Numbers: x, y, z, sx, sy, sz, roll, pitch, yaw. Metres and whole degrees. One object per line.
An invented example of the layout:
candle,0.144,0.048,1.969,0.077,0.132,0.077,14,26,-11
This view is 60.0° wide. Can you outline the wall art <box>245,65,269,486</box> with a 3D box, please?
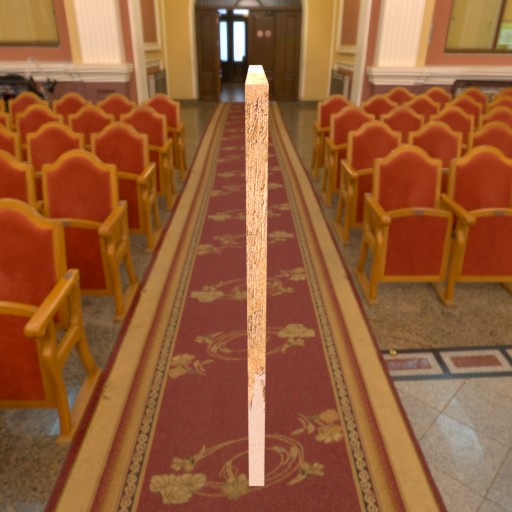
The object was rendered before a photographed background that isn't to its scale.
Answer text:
wall art,0.000,0.000,0.798,0.026,0.613,0.458,0,26,0
